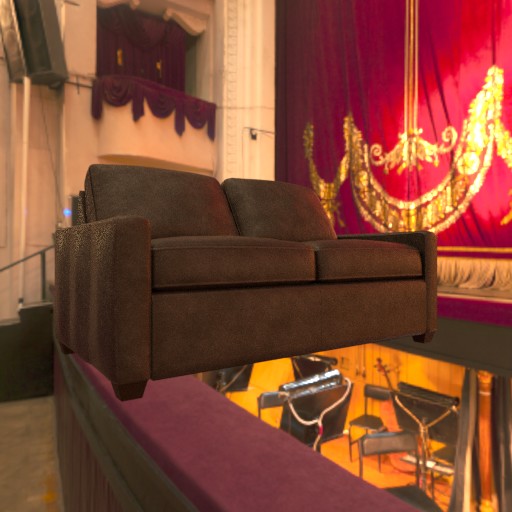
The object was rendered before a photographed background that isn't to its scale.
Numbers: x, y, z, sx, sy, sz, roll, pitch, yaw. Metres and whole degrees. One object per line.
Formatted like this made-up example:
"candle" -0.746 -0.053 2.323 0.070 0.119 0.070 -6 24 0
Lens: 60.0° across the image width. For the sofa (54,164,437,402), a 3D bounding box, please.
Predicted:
"sofa" 0.000 0.000 2.231 1.732 0.916 0.939 0 0 -35
